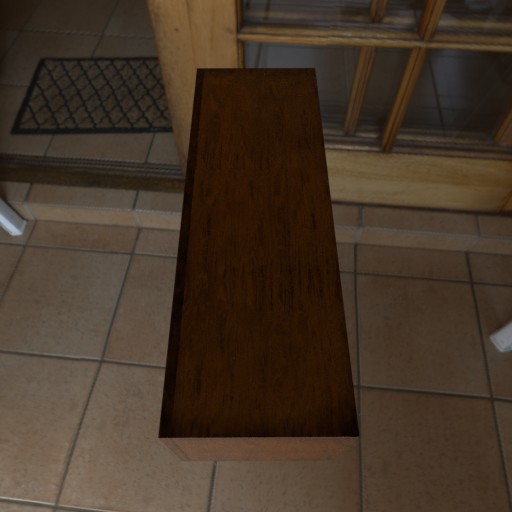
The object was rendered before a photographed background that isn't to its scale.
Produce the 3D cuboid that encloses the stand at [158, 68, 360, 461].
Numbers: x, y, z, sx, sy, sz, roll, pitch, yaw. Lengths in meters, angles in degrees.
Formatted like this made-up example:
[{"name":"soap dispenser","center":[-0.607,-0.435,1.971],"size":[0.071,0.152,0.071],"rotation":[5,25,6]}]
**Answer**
[{"name":"stand","center":[0.000,0.000,1.651],"size":[0.481,0.610,1.372],"rotation":[0,58,0]}]
